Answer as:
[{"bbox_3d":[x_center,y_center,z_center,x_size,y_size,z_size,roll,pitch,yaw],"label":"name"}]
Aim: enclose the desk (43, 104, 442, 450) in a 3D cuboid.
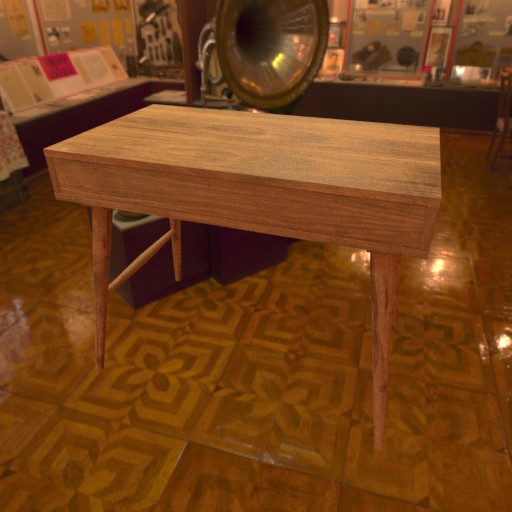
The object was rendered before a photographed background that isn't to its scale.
[{"bbox_3d":[0.000,0.000,1.407,0.949,0.758,0.588,10,32,16],"label":"desk"}]
